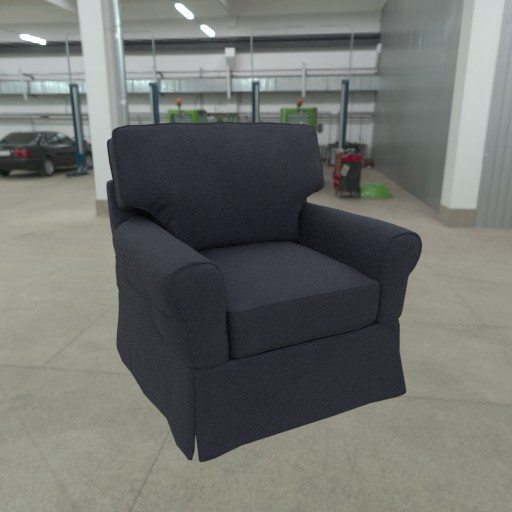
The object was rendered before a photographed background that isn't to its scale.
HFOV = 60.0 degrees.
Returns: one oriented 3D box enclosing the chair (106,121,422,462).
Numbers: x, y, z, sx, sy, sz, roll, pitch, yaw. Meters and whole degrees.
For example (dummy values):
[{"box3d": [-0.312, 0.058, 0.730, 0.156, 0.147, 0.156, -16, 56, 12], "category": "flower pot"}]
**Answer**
[{"box3d": [0.000, 0.000, 1.954, 1.119, 1.140, 1.002, -8, 18, -26], "category": "chair"}]
